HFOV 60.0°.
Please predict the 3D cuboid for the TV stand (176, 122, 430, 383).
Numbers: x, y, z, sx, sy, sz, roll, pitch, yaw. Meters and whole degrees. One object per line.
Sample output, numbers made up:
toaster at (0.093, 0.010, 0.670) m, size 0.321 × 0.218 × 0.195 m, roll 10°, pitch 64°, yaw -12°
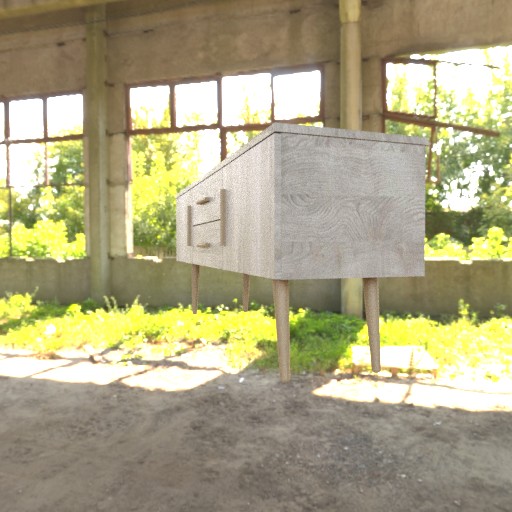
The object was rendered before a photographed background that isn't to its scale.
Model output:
TV stand at (0.000, 0.000, 1.577) m, size 0.401 × 0.565 × 1.313 m, roll 0°, pitch 1°, yaw -19°
